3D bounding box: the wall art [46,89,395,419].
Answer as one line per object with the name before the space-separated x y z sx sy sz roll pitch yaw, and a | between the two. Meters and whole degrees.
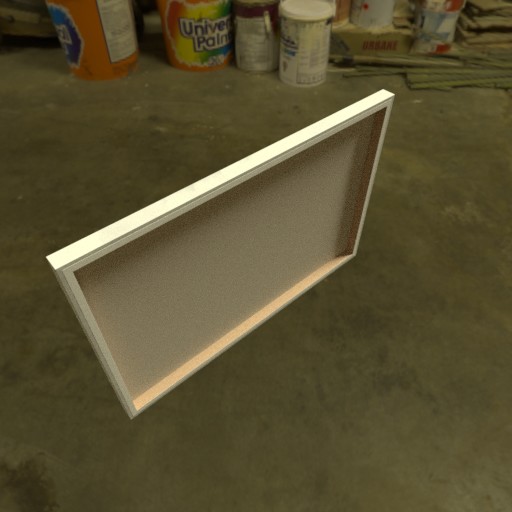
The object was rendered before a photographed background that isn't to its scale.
wall art | 0.000 0.000 1.173 0.915 0.610 0.038 -32 55 -26
